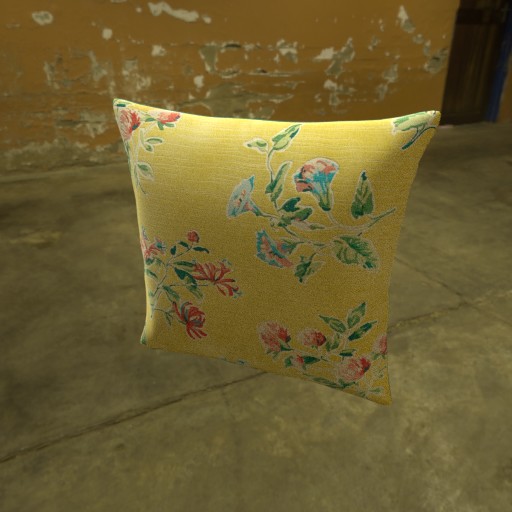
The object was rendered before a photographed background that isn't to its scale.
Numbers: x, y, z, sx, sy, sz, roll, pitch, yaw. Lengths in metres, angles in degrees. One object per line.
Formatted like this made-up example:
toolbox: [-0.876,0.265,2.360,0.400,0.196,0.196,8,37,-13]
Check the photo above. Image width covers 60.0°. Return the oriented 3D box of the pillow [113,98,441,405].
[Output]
pillow: [0.000,0.000,0.778,0.525,0.508,0.166,9,26,18]
